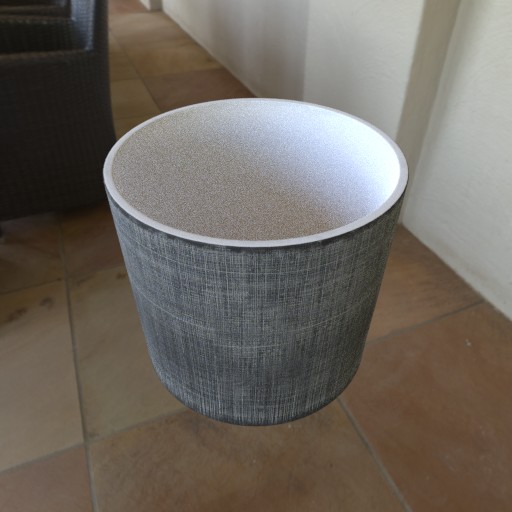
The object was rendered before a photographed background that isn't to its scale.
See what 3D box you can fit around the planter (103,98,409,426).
[{"bbox_3d":[0.000,0.000,0.396,0.221,0.201,0.221,0,40,0],"label":"planter"}]
